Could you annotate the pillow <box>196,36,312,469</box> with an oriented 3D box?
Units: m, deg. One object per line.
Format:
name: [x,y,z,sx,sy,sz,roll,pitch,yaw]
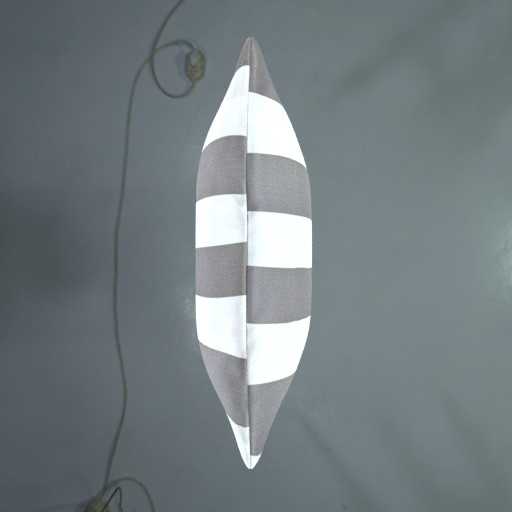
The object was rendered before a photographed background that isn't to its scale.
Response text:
pillow: [0.000,0.000,0.779,0.192,0.507,0.522,0,89,2]
